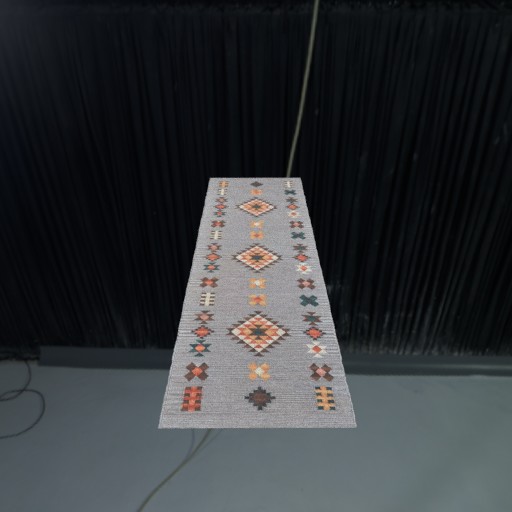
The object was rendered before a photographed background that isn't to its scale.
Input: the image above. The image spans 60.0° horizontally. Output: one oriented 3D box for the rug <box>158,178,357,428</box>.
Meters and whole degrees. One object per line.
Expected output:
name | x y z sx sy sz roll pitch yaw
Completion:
rug | 0.000 0.000 2.719 0.766 0.008 2.432 0 33 0
